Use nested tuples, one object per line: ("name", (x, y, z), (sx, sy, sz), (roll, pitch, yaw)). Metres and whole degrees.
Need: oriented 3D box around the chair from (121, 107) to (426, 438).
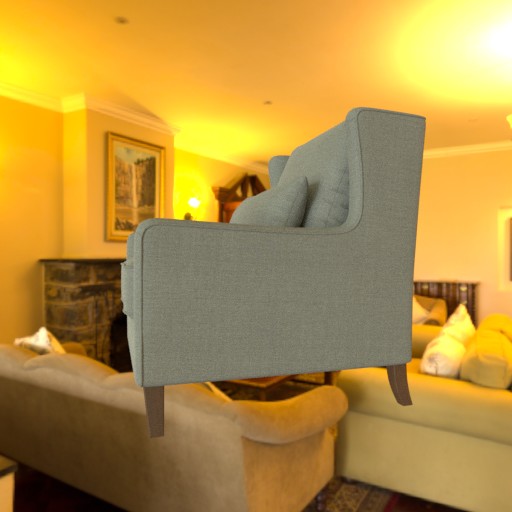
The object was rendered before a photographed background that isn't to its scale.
("chair", (0.000, 0.000, 1.790), (1.040, 1.056, 0.866), (0, 0, -18))
